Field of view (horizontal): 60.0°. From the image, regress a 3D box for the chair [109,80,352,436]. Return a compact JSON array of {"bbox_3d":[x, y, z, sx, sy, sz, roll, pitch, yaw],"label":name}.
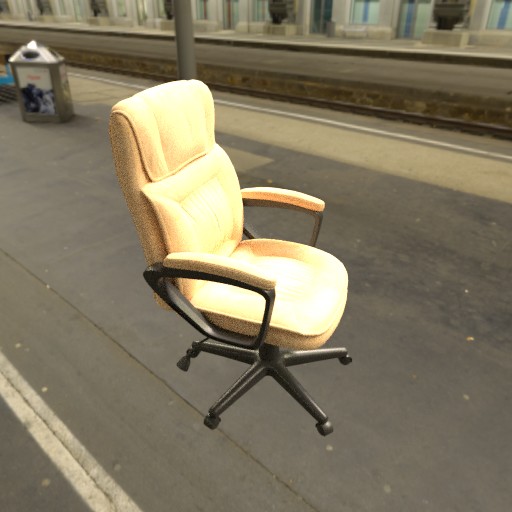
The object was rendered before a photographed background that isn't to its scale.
[{"bbox_3d":[0.000,0.000,1.556,0.724,1.105,0.667,11,31,18],"label":"chair"}]
